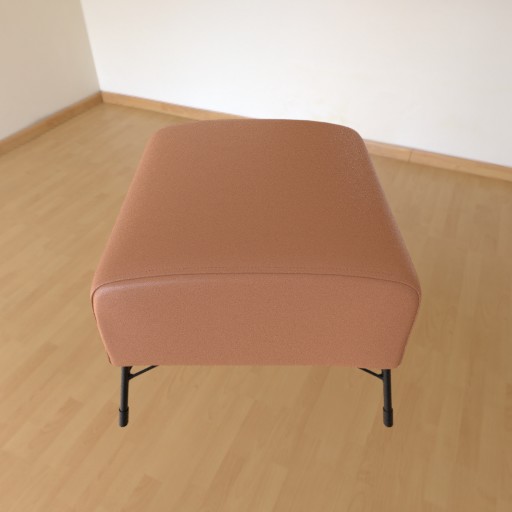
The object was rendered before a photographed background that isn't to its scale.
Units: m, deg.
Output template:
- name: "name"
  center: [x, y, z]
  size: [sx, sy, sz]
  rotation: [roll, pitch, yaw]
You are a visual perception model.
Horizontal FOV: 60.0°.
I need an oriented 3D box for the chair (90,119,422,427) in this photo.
- name: "chair"
  center: [0.000, 0.000, 0.916]
  size: [0.530, 0.410, 0.530]
  rotation: [0, 41, 0]
